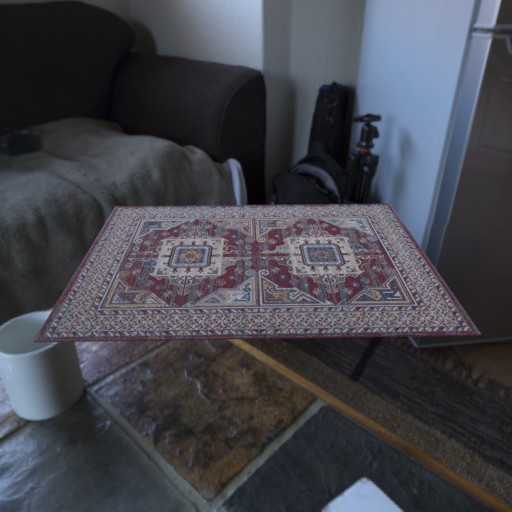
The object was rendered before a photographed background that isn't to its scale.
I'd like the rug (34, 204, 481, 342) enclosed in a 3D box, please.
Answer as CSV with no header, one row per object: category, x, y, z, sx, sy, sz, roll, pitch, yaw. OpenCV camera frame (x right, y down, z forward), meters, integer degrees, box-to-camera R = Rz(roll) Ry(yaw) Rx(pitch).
rug,0.000,0.000,2.875,2.210,0.011,1.599,-1,30,-1
